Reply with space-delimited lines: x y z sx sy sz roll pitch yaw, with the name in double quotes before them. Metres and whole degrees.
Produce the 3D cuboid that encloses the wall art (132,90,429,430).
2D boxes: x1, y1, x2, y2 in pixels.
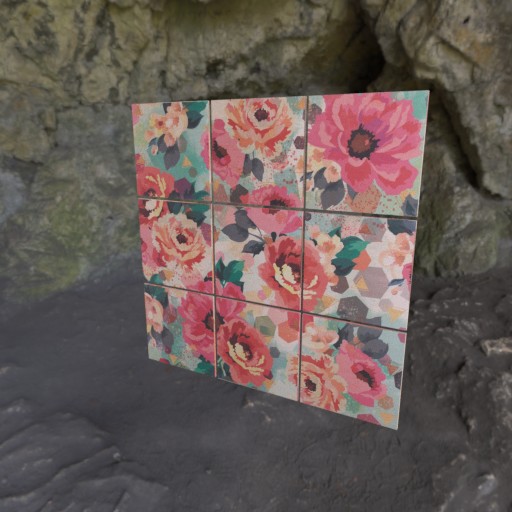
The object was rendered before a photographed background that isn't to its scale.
"wall art" 0.000 0.000 2.260 1.521 1.519 0.013 8 17 27
